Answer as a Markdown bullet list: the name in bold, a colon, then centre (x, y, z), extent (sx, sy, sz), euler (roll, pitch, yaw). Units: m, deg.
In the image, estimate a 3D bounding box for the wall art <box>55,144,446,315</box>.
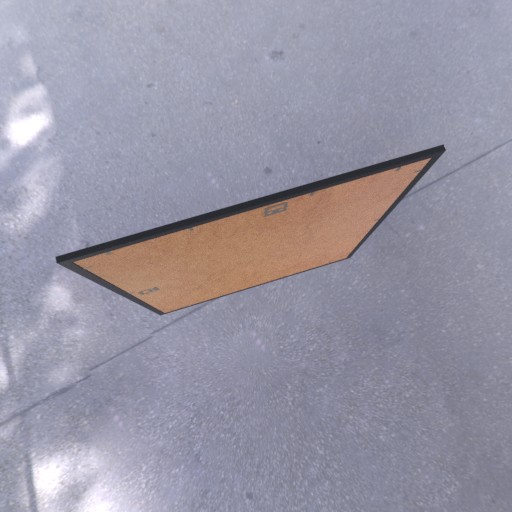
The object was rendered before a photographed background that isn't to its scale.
- **wall art**: centre (0.000, 0.000, 0.929), extent (0.559, 0.660, 0.018), euler (-17, 77, -4)
